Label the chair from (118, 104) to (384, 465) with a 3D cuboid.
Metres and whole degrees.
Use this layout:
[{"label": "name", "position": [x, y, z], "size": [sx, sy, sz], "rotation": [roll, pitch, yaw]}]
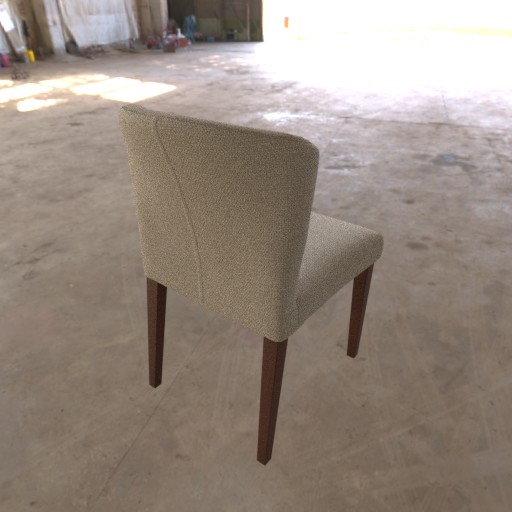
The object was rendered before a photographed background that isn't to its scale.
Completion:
[{"label": "chair", "position": [0.000, 0.000, 1.187], "size": [0.491, 0.839, 0.589], "rotation": [21, 36, 32]}]
